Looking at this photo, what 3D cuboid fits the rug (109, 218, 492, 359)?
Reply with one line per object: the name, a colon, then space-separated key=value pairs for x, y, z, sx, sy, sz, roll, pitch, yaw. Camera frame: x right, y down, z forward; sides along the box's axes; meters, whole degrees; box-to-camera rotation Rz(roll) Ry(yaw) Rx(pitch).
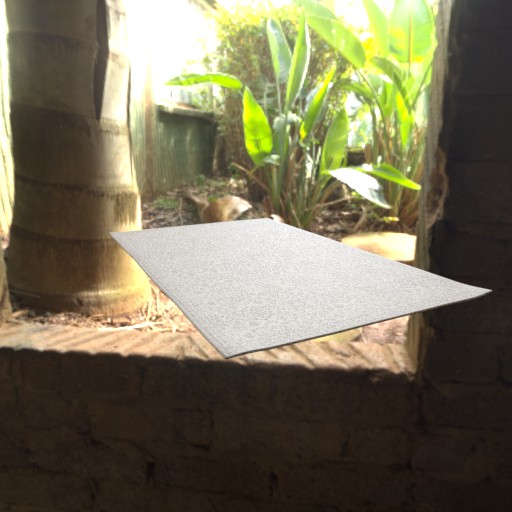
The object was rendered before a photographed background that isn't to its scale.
rug: x=0.000 y=0.000 z=2.403 sx=1.214 sy=0.023 sz=1.947 roll=-8 pitch=17 yaw=-26
